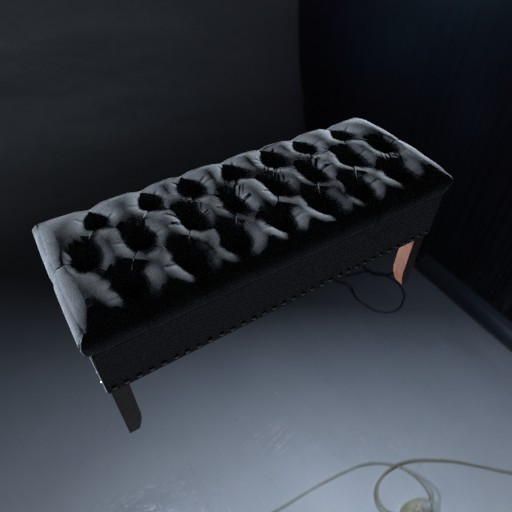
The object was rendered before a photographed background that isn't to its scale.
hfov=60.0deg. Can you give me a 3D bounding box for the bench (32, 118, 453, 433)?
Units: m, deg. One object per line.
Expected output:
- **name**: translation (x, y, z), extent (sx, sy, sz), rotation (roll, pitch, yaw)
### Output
- **bench**: translation (0.000, 0.000, 1.302), extent (1.052, 0.470, 0.417), rotation (-24, 50, -22)
